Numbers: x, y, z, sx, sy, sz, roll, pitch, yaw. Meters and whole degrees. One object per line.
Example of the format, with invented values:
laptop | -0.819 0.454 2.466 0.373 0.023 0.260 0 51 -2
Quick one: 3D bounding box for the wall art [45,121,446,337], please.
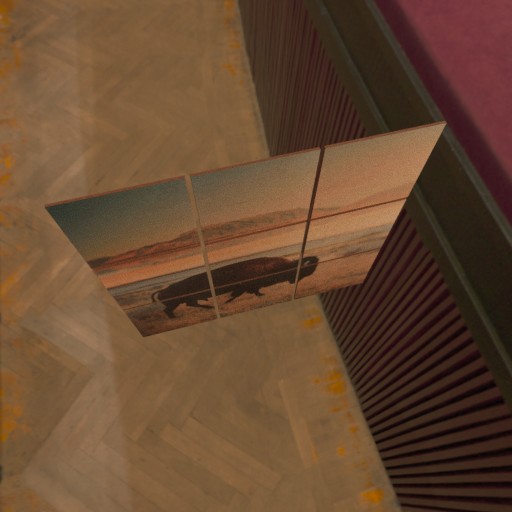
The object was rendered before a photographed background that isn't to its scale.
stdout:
wall art | 0.000 0.000 2.323 1.533 1.532 0.019 -13 63 -7
